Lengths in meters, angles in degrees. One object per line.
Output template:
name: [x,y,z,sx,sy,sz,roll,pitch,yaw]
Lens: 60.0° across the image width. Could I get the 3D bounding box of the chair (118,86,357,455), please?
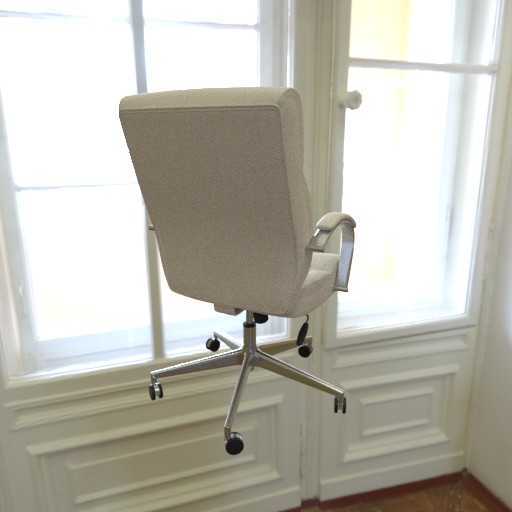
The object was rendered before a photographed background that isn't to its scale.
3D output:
chair: [0.000,0.000,1.603,0.727,1.099,0.745,8,18,27]
